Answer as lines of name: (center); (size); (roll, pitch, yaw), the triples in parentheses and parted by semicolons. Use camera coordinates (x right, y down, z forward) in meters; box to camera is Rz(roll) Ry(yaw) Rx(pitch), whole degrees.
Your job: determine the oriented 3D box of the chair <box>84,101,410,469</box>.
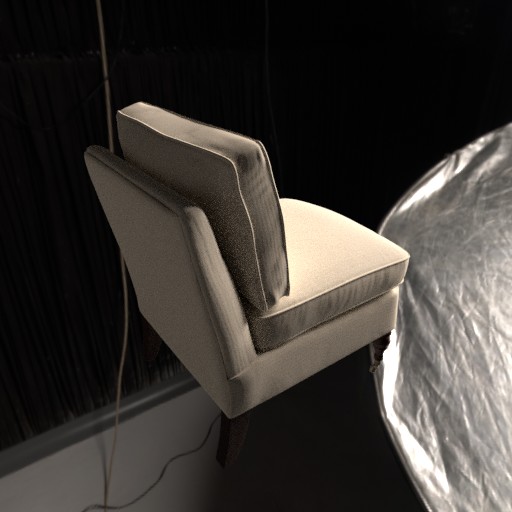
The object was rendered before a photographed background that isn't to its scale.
chair: (0.000, 0.000, 1.382); (0.781, 0.887, 0.630); (-18, 33, -31)
